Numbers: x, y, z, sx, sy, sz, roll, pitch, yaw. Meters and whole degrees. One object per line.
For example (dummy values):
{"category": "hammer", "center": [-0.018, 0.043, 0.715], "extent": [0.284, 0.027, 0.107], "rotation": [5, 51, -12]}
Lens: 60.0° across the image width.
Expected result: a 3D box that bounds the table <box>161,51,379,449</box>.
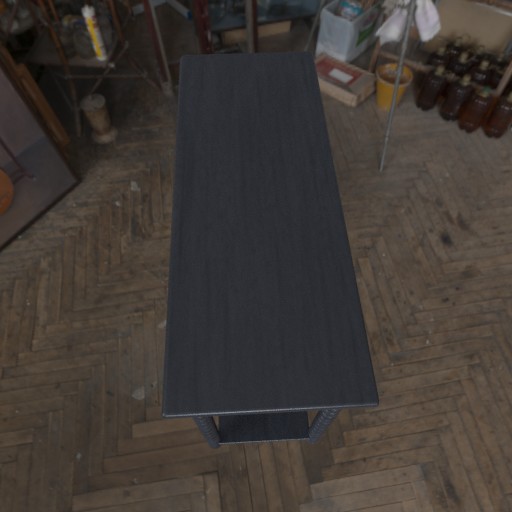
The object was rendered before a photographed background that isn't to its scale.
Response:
{"category": "table", "center": [0.000, 0.000, 1.520], "extent": [0.459, 0.735, 1.184], "rotation": [-3, 59, -2]}
